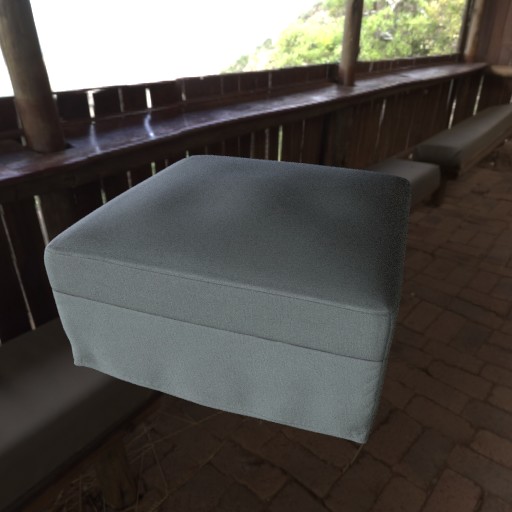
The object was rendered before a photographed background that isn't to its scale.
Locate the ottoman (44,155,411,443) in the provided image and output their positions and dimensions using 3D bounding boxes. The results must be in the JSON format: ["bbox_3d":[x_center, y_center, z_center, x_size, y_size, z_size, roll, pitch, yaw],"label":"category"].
[{"bbox_3d":[0.000,0.000,1.354,0.843,0.441,0.842,9,30,17],"label":"ottoman"}]
